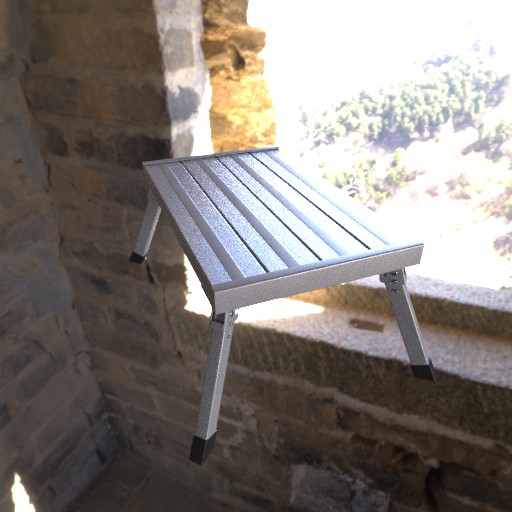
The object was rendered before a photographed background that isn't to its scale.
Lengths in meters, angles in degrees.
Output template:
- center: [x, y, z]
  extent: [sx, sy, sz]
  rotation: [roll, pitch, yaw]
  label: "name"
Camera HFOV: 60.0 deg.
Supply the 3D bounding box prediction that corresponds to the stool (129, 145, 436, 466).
- center: [0.000, 0.000, 0.758]
  extent: [0.385, 0.225, 0.535]
  rotation: [-12, 33, -19]
  label: "stool"
